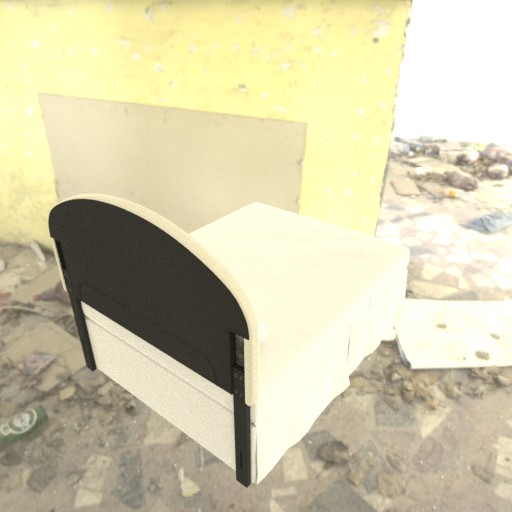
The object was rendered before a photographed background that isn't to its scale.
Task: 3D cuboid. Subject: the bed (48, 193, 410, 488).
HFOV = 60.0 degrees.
[{"bbox_3d":[0.000,0.000,3.037,1.607,1.410,2.005,21,36,33],"label":"bed"}]
